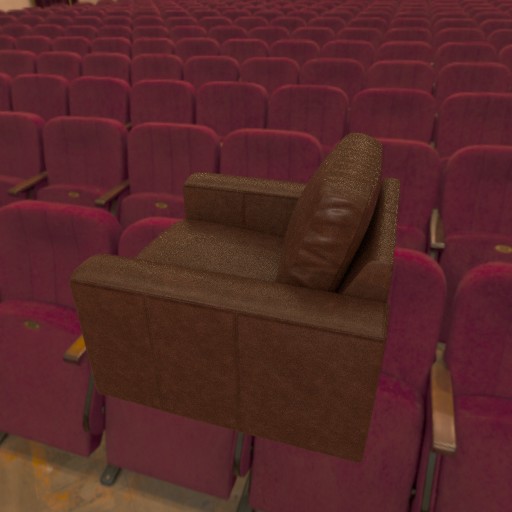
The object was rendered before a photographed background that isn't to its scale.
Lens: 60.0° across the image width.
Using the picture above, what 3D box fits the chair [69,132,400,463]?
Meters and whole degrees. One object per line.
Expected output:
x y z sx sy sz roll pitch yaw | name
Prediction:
0.000 0.000 1.736 1.016 0.873 1.005 9 32 15 | chair
